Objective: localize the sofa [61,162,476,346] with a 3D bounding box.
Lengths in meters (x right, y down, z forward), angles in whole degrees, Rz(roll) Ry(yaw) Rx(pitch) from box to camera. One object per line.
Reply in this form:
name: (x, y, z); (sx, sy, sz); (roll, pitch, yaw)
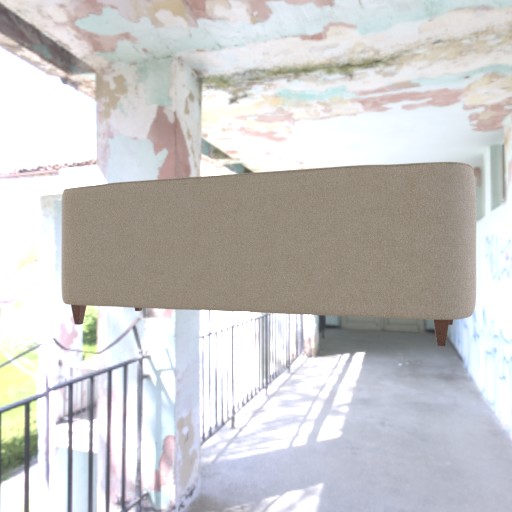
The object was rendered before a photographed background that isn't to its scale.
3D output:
sofa: (0.000, 0.000, 2.558); (2.235, 0.788, 0.913); (0, -1, 19)
